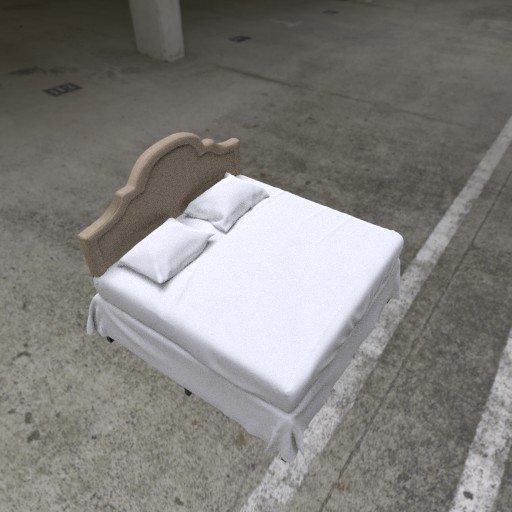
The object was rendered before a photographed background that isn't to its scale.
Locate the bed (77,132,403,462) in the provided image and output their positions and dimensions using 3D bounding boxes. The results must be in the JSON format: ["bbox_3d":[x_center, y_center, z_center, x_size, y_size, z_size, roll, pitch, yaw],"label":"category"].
[{"bbox_3d":[0.000,0.000,3.834,2.222,1.631,2.303,25,48,25],"label":"bed"}]
